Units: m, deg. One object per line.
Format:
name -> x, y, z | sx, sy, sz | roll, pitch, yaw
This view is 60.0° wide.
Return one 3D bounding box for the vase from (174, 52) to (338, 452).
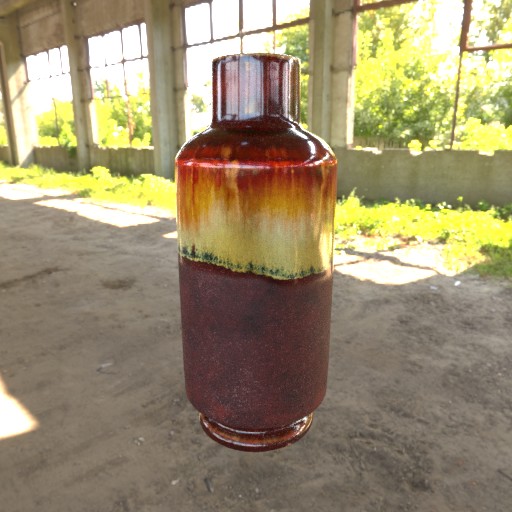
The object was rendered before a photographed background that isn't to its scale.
vase -> 0.000, 0.000, 0.319 | 0.111, 0.261, 0.111 | 0, 15, 0
